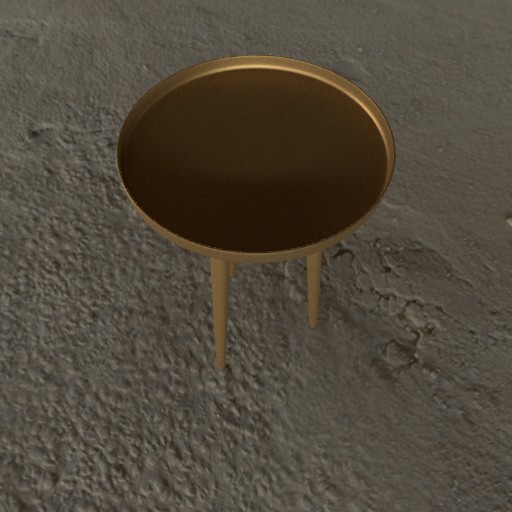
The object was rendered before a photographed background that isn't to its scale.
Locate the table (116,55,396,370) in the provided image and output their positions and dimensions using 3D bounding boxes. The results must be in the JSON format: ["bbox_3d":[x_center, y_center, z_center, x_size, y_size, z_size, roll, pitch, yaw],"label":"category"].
[{"bbox_3d":[0.000,0.000,0.683,0.299,0.480,0.299,2,58,1],"label":"table"}]
